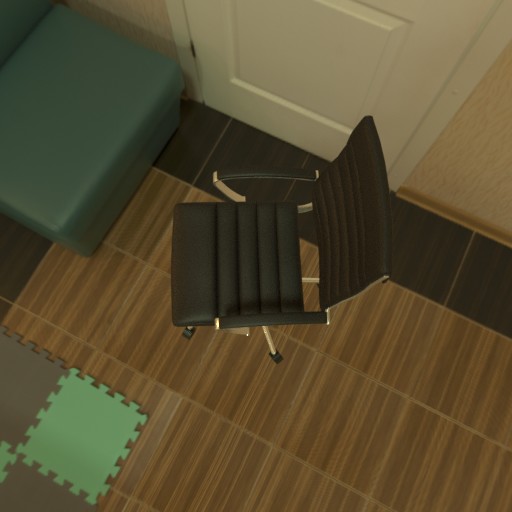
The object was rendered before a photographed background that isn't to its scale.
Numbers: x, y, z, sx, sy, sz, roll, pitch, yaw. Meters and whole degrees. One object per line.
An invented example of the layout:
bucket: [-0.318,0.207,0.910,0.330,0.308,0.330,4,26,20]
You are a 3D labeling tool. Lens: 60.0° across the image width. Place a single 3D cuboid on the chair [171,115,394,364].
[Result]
chair: [0.000,0.000,1.664,0.739,1.149,0.766,-2,75,-1]
